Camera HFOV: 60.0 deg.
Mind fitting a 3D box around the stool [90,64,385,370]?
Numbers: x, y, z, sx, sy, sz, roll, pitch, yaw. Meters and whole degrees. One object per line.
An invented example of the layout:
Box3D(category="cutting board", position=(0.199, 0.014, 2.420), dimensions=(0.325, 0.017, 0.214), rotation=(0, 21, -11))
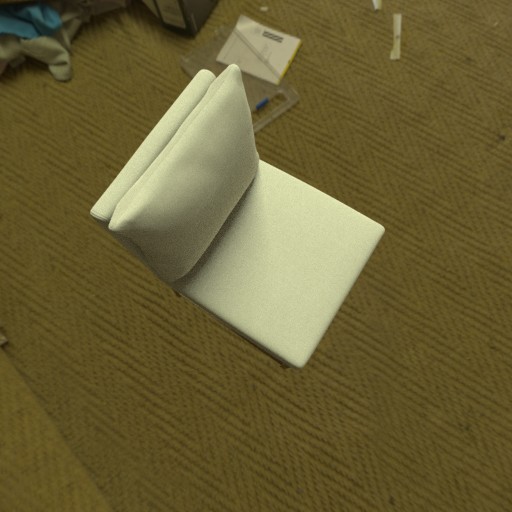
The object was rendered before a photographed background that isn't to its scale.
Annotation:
Box3D(category="stool", position=(0.000, 0.000, 1.358), dimensions=(0.572, 1.032, 0.463), rotation=(31, 77, 8))
